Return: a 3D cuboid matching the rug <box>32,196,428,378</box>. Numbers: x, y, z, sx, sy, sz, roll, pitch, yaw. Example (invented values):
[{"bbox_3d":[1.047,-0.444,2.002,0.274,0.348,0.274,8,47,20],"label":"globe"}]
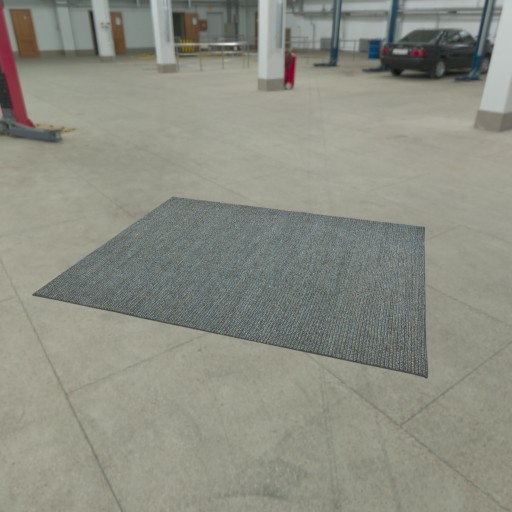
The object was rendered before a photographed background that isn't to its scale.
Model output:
[{"bbox_3d":[0.000,0.000,4.218,3.068,0.021,2.456,9,29,16],"label":"rug"}]
